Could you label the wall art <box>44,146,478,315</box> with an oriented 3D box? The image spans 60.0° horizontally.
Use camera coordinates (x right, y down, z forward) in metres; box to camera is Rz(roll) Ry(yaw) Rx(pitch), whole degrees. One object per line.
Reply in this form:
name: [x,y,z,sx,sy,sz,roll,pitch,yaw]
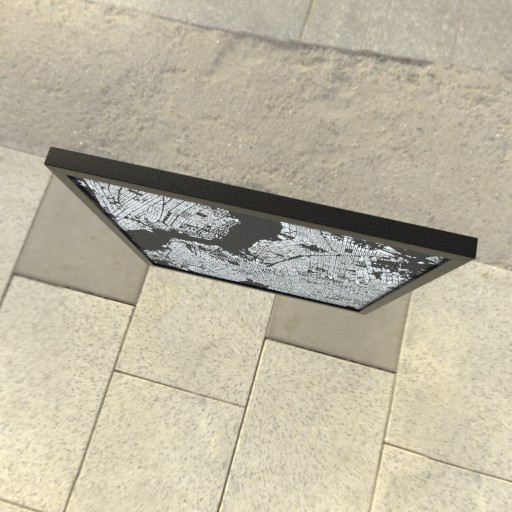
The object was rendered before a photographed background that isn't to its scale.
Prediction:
wall art: [0.000,0.000,1.125,0.755,0.761,0.038,13,76,3]
